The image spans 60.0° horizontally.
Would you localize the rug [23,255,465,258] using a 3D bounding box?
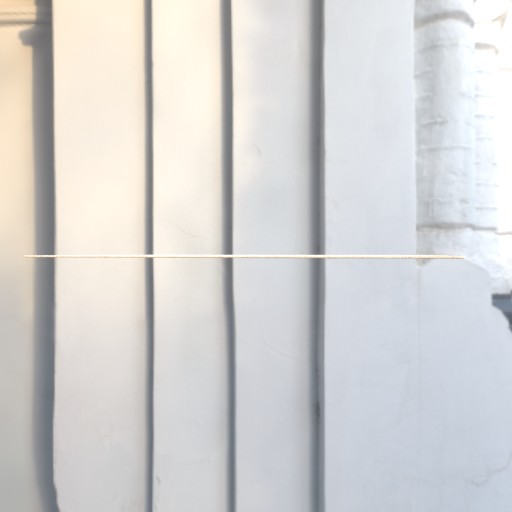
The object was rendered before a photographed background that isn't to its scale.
[{"bbox_3d":[0.000,0.000,2.303,1.828,0.007,1.220,0,0,18],"label":"rug"}]
